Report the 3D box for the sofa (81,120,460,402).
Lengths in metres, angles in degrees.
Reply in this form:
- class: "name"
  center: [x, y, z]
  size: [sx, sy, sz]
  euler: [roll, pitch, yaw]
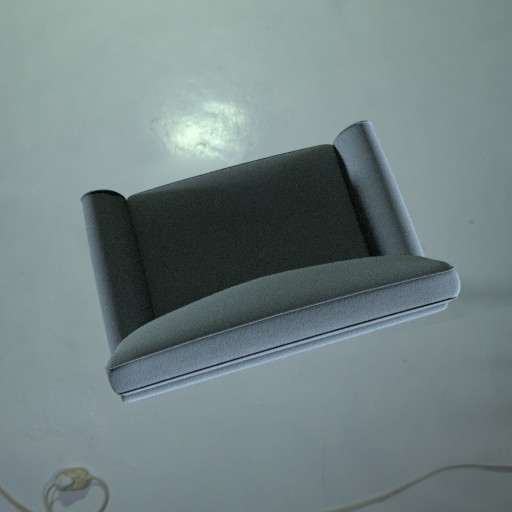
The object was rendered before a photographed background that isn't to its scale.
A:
- class: "sofa"
  center: [0.000, 0.000, 2.032]
  size: [1.410, 0.953, 0.940]
  euler: [-15, 76, -4]
